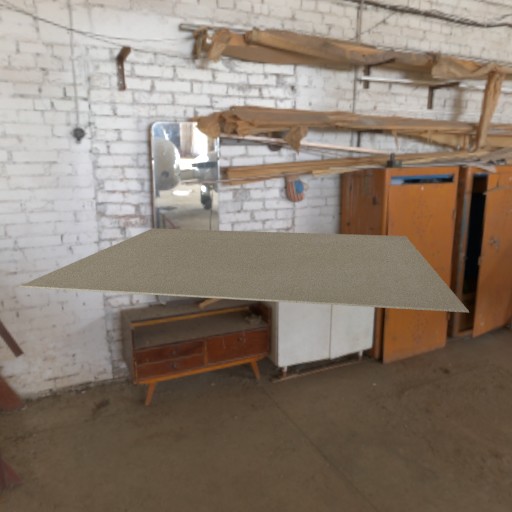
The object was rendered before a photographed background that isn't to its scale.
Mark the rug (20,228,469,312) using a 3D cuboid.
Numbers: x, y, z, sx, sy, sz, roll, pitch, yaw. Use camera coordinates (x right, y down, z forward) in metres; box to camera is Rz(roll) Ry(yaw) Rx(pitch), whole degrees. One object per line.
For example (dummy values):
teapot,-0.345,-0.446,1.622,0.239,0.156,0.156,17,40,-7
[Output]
rug,0.000,0.000,3.492,2.584,0.011,2.073,2,14,9
